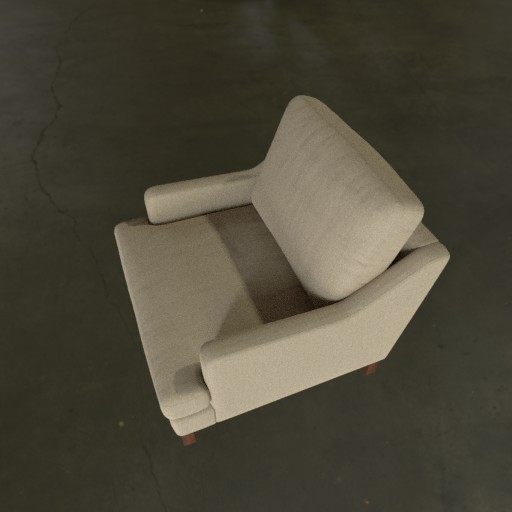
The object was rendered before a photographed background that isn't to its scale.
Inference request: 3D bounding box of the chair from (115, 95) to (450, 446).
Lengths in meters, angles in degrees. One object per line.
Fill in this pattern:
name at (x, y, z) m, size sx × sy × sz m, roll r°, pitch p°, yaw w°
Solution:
chair at (0.000, 0.000, 1.739) m, size 1.001 × 0.916 × 0.912 m, roll -16°, pitch 49°, yaw -15°
